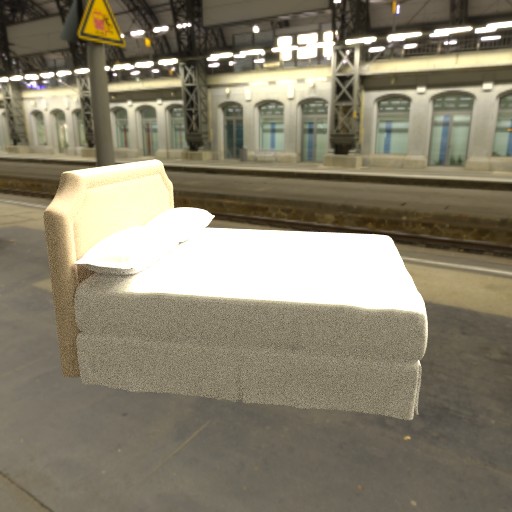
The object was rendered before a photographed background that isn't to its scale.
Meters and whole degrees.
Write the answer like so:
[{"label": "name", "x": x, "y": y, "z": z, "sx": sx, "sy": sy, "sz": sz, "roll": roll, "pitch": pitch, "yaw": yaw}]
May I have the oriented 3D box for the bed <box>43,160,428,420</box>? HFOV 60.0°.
[{"label": "bed", "x": 0.000, "y": 0.000, "z": 3.832, "sx": 2.548, "sy": 1.524, "sz": 2.134, "roll": 3, "pitch": 16, "yaw": 10}]
